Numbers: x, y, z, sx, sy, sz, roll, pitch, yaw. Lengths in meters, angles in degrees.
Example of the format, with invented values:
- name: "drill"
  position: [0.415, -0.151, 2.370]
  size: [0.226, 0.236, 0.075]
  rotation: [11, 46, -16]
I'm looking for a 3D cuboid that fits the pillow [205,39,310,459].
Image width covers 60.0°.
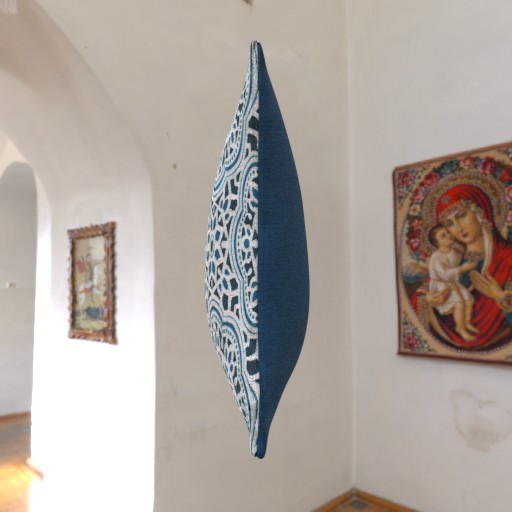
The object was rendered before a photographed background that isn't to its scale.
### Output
- name: "pillow"
  position: [0.000, 0.000, 0.655]
  size: [0.145, 0.420, 0.440]
  rotation: [0, -3, 0]
